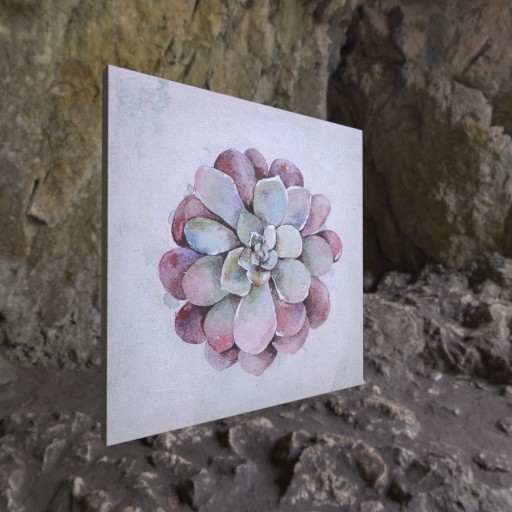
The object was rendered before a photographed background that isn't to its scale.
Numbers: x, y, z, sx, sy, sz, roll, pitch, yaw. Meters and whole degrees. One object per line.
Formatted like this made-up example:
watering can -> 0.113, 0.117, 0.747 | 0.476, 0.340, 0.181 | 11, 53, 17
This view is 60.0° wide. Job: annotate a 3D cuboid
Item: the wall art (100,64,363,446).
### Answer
wall art -> 0.000, 0.000, 1.121 | 0.762, 0.762, 0.041 | 1, -1, -36
